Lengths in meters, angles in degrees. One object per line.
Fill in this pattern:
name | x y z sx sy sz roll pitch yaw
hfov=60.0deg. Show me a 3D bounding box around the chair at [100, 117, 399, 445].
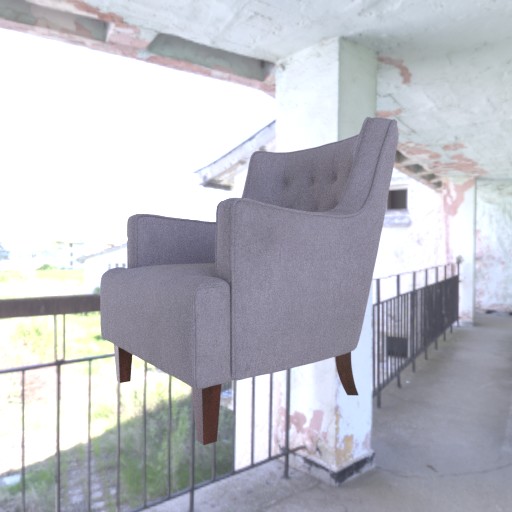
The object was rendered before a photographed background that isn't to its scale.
chair | 0.000 0.000 1.583 0.910 0.919 0.781 -1 1 -36
